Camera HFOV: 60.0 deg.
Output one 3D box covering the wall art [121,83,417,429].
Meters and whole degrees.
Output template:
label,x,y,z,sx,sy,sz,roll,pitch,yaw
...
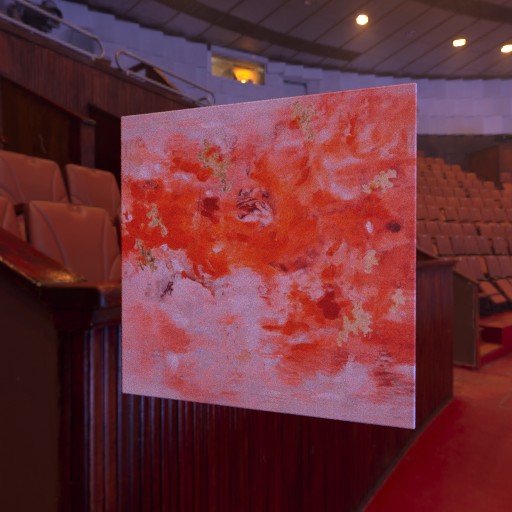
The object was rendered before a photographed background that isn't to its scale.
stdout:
label,x,y,z,sx,sy,sz,roll,pitch,yaw
wall art,0.000,0.000,1.102,0.747,0.746,0.064,0,1,19
